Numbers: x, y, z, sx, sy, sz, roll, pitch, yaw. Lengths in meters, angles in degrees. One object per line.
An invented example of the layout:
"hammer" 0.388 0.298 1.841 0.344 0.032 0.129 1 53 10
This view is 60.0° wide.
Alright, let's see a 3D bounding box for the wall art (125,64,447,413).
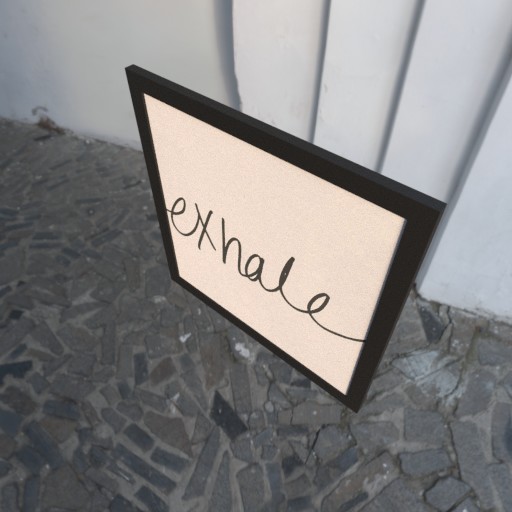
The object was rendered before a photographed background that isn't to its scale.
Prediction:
"wall art" 0.000 0.000 0.533 0.358 0.357 0.012 32 55 26
